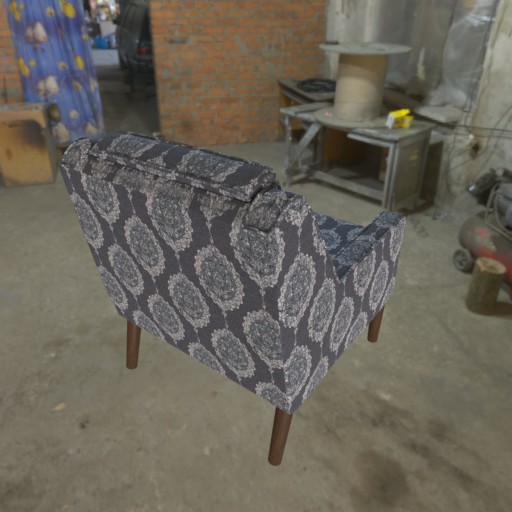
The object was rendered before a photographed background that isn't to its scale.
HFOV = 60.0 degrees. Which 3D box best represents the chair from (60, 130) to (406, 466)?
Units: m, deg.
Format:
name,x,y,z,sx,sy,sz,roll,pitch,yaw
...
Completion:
name,x,y,z,sx,sy,sz,roll,pitch,yaw
chair,0.000,0.000,1.327,0.663,0.792,0.743,21,36,32
